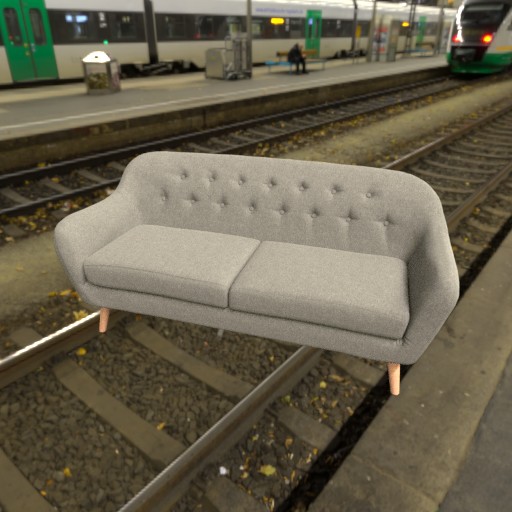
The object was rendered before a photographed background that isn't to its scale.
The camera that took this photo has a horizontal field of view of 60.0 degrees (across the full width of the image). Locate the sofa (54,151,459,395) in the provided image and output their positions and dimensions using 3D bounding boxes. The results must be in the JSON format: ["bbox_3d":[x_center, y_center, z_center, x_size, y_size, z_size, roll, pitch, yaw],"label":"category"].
[{"bbox_3d":[0.000,0.000,2.267,1.840,0.820,0.820,8,28,16],"label":"sofa"}]
